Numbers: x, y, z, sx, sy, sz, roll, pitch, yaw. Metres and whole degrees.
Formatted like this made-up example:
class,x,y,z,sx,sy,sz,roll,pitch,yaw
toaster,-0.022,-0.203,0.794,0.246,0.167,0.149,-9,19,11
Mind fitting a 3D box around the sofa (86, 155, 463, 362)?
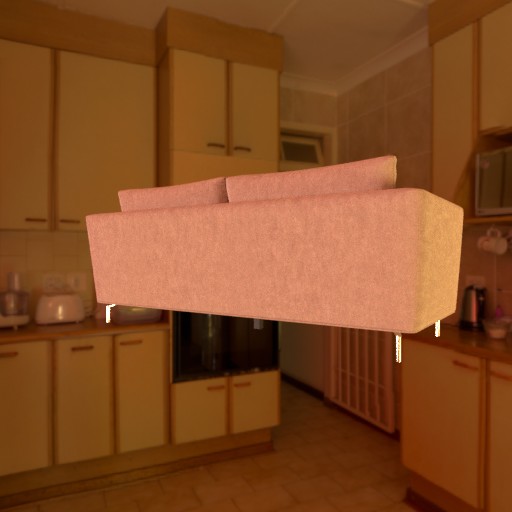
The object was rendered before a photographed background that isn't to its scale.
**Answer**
class,x,y,z,sx,sy,sz,roll,pitch,yaw
sofa,0.000,0.000,2.616,2.121,0.864,0.889,0,0,35
